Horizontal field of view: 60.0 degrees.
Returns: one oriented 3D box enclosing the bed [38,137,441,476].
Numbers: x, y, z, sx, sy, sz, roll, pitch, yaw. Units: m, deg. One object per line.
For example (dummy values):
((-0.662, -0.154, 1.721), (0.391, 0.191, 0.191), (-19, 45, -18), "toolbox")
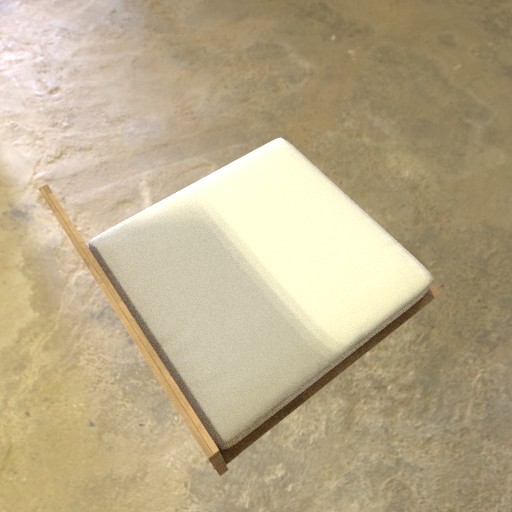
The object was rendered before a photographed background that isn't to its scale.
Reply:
((0.000, 0.000, 3.396), (2.167, 1.100, 2.116), (-32, 64, -18), "bed")
